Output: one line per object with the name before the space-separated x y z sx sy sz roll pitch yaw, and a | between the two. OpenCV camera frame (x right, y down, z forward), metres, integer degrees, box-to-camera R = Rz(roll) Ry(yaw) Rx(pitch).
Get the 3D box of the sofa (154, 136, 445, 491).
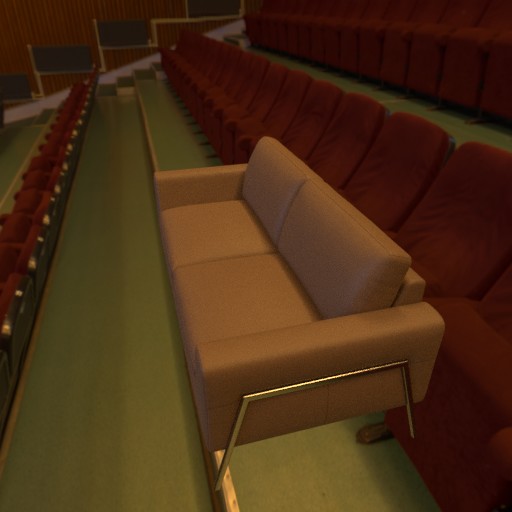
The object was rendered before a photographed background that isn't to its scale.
sofa | 0.000 0.000 2.480 0.953 0.875 2.017 -8 31 -14
